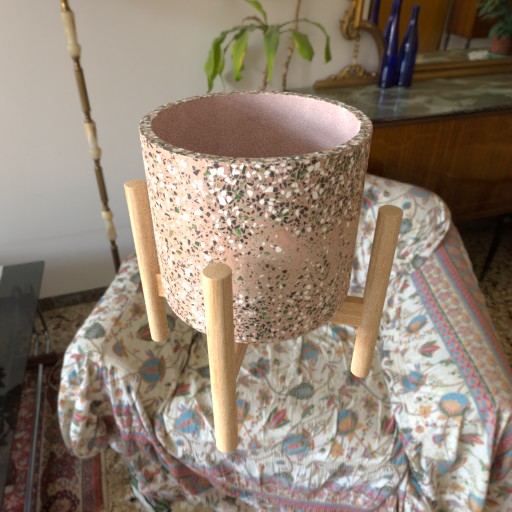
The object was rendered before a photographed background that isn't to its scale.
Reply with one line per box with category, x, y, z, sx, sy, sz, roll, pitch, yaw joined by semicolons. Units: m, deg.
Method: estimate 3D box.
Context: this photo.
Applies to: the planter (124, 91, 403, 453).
planter;0.000;0.000;0.520;0.284;0.320;0.284;22;40;29
